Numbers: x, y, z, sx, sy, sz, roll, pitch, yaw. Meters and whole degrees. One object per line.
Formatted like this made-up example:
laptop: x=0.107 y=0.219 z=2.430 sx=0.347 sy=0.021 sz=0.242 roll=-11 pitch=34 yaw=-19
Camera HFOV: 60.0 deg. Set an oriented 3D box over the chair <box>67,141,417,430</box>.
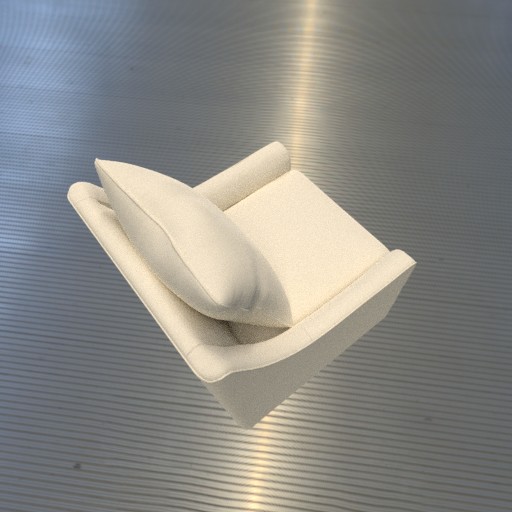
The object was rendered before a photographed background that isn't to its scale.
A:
chair: x=0.000 y=0.000 z=1.576 sx=0.876 sy=0.965 sz=0.756 roll=-34 pitch=64 yaw=-19
